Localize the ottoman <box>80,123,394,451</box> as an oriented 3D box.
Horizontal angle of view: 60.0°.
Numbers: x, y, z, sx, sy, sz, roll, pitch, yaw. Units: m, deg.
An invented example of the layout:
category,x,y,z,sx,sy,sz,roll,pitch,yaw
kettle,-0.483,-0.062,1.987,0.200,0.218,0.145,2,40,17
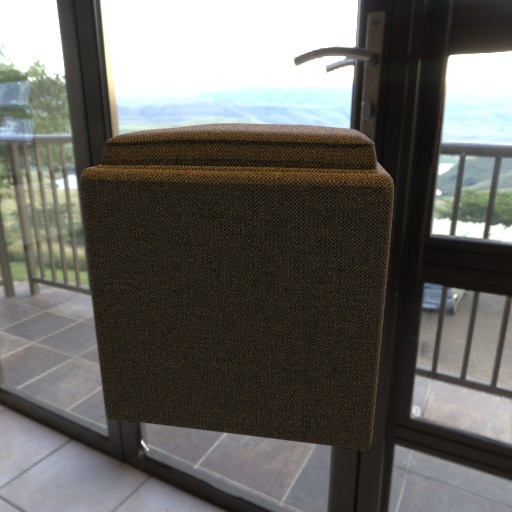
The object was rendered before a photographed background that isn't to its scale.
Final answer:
category,x,y,z,sx,sy,sz,roll,pitch,yaw
ottoman,0.000,0.000,0.848,0.436,0.487,0.454,3,17,10
